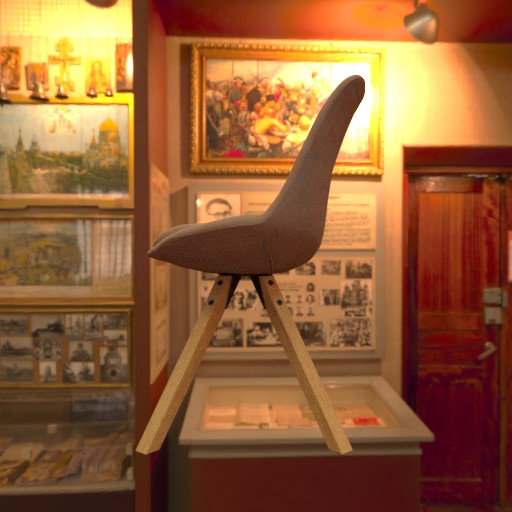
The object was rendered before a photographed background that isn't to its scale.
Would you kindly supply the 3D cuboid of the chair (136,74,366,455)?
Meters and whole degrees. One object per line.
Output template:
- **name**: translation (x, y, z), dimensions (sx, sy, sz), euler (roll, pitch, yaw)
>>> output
- **chair**: translation (0.000, 0.000, 1.157), dimensions (0.550, 0.850, 0.485), euler (0, 1, 0)
